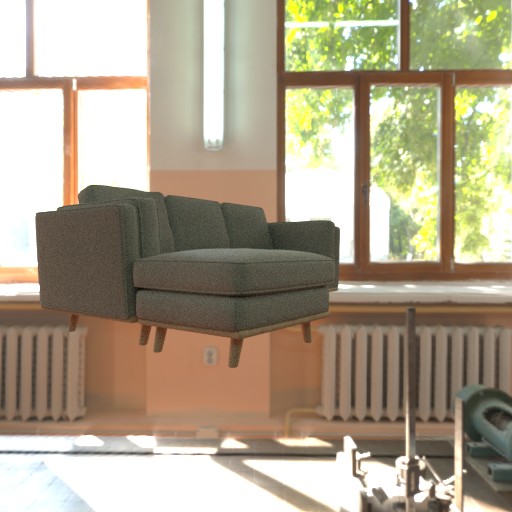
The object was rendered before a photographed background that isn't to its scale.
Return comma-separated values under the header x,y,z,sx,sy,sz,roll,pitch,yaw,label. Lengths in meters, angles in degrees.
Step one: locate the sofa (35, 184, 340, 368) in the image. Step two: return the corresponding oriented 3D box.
x,y,z,sx,sy,sz,roll,pitch,yaw,label
0.000,0.000,3.152,1.604,0.929,2.411,0,1,36,sofa
